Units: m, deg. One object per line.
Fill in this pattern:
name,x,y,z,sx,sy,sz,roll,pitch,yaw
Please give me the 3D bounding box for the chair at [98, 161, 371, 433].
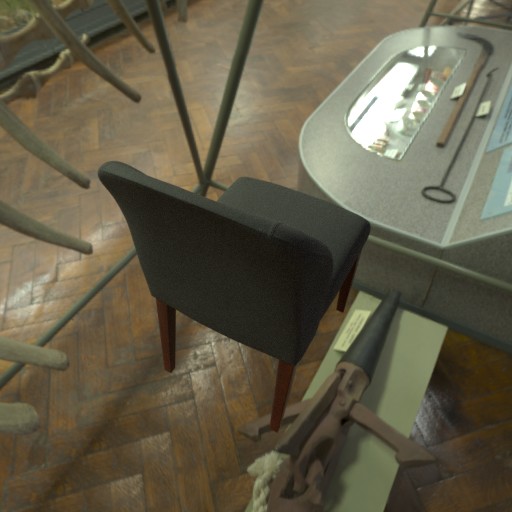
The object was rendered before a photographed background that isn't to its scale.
chair,0.000,0.000,1.251,0.506,0.879,0.619,22,50,20
